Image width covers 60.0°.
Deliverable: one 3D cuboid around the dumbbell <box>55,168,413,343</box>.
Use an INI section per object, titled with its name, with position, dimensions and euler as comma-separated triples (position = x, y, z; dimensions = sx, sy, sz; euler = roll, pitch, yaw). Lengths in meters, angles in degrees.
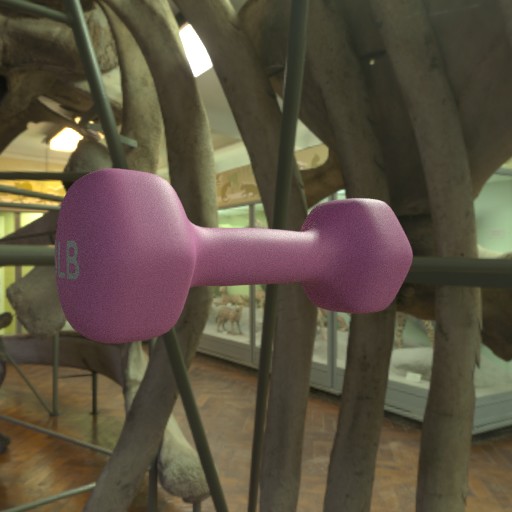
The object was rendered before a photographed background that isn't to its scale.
[dumbbell]
position = 0.000, 0.000, 0.193
dimensions = 0.159, 0.058, 0.064
euler = 0, 0, -37
